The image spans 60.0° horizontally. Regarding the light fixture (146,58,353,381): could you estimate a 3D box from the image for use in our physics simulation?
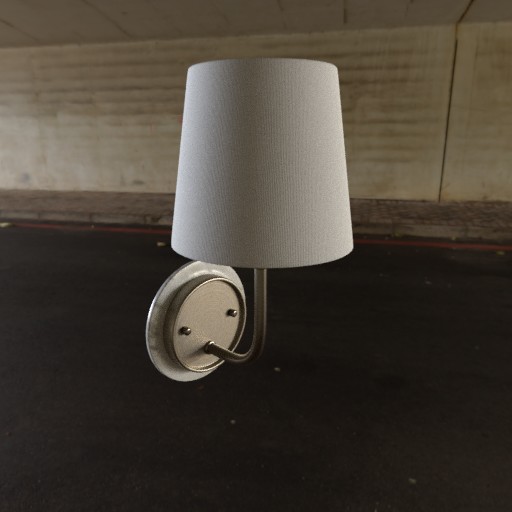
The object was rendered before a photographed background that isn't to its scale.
[{"bbox_3d":[0.000,0.000,0.433,0.188,0.337,0.168,14,21,42],"label":"light fixture"}]
